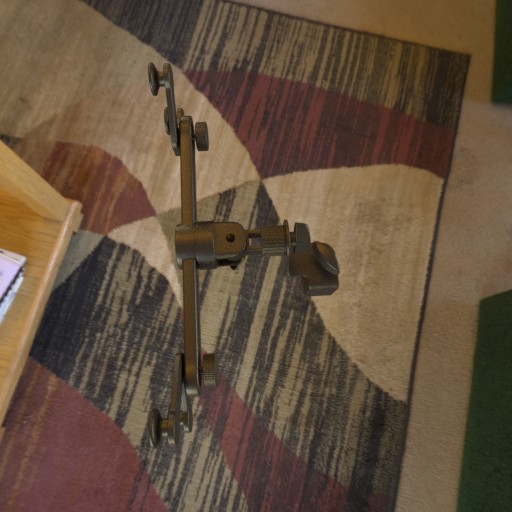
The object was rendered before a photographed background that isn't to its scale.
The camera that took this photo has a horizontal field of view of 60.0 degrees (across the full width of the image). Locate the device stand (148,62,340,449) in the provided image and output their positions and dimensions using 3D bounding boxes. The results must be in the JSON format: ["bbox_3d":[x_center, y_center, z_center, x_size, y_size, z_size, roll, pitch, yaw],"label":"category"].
[{"bbox_3d":[0.000,0.000,0.372,0.142,0.166,0.270,-3,75,-1],"label":"device stand"}]
